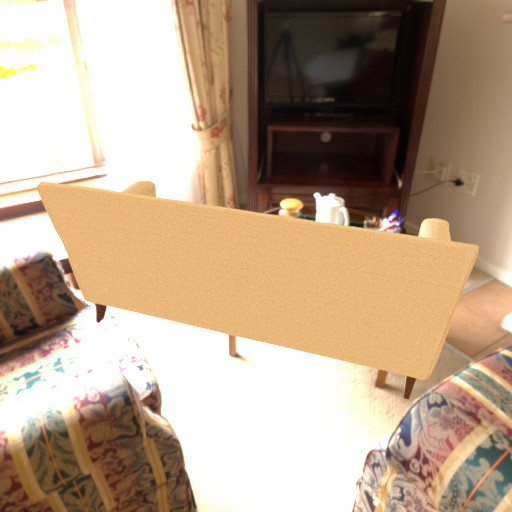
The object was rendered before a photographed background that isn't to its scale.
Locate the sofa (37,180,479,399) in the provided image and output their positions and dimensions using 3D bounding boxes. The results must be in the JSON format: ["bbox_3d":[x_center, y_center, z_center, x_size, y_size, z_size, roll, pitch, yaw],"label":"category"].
[{"bbox_3d":[0.000,0.000,2.440,2.001,0.907,0.841,10,32,16],"label":"sofa"}]
